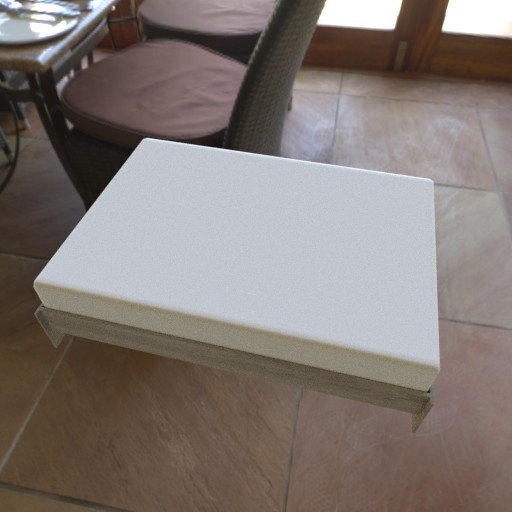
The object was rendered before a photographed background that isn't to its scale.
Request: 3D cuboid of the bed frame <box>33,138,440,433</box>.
[{"bbox_3d":[0.000,0.000,2.599,1.945,0.497,1.445,10,48,10],"label":"bed frame"}]
